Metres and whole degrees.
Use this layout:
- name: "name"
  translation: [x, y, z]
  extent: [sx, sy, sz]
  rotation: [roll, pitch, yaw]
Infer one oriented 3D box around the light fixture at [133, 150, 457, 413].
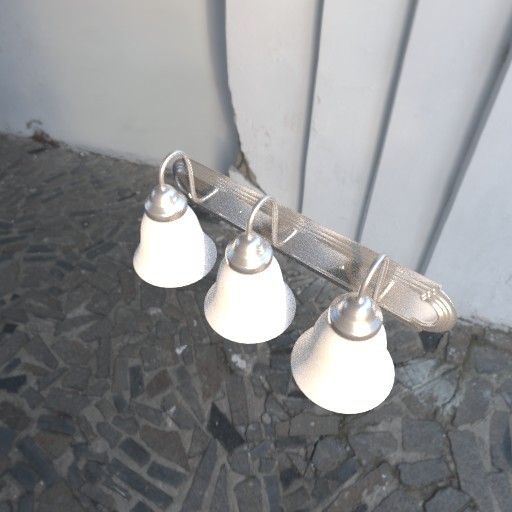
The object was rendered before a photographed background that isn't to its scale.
- name: "light fixture"
  translation: [0.000, 0.000, 0.725]
  extent: [0.610, 0.222, 0.199]
  rotation: [30, 53, 26]
